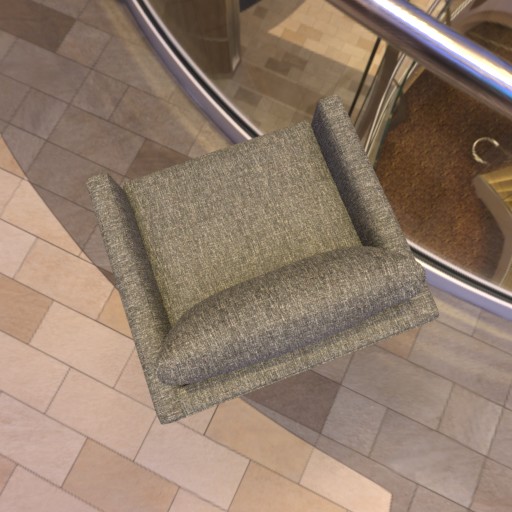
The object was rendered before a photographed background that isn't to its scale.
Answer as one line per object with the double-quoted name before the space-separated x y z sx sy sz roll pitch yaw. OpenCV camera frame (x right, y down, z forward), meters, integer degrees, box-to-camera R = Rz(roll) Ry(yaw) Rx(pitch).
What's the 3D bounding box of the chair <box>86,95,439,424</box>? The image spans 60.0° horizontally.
"chair" 0.000 0.000 1.634 0.963 0.861 0.866 -20 78 -4
